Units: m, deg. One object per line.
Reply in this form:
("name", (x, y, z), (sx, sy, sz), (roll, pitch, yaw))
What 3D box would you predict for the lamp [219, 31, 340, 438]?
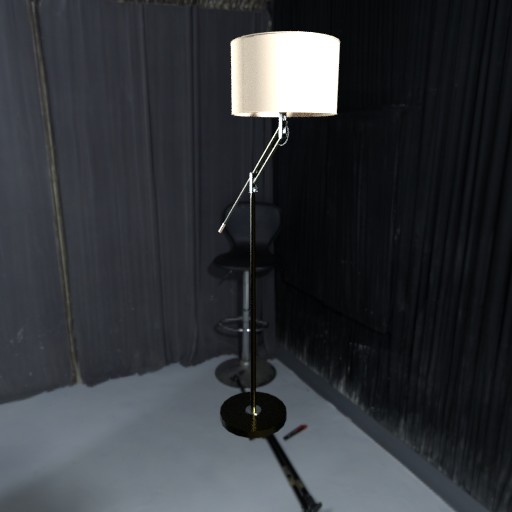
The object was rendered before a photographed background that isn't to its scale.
("lamp", (0.000, 0.000, 1.929), (0.373, 1.635, 0.809), (-8, 17, -26))
